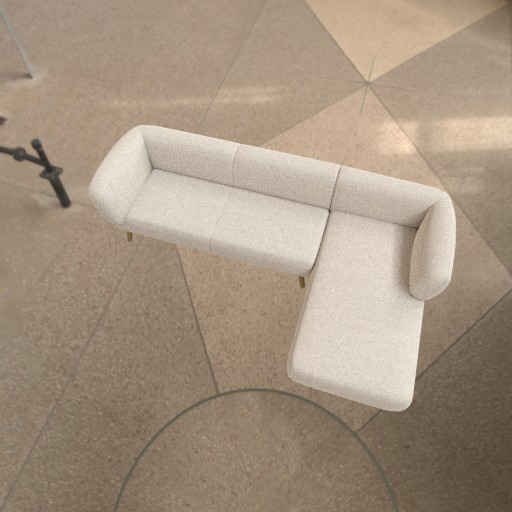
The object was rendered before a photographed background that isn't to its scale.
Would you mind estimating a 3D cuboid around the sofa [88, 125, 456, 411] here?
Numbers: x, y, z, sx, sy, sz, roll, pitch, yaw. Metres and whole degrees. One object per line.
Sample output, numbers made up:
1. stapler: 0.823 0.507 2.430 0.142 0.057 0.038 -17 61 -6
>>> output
1. sofa: 0.000 0.000 3.338 2.660 0.730 1.610 15 59 9
